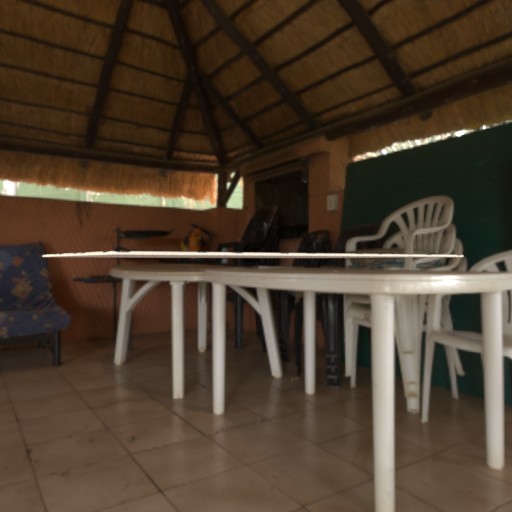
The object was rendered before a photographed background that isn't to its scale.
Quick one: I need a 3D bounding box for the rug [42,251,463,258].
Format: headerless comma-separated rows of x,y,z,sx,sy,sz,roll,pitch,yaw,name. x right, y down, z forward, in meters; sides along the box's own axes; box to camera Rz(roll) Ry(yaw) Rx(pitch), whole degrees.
0.000,0.000,2.950,2.365,0.017,1.521,0,-1,-34,rug
